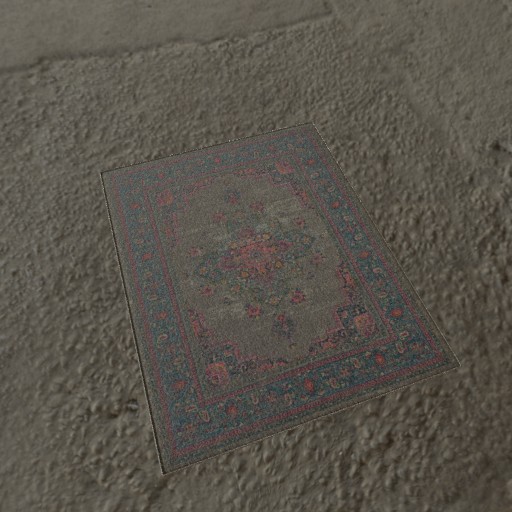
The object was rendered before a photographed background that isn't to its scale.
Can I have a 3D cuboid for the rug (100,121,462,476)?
[{"bbox_3d":[0.000,0.000,4.096,2.434,0.013,3.057,-16,59,-10],"label":"rug"}]
